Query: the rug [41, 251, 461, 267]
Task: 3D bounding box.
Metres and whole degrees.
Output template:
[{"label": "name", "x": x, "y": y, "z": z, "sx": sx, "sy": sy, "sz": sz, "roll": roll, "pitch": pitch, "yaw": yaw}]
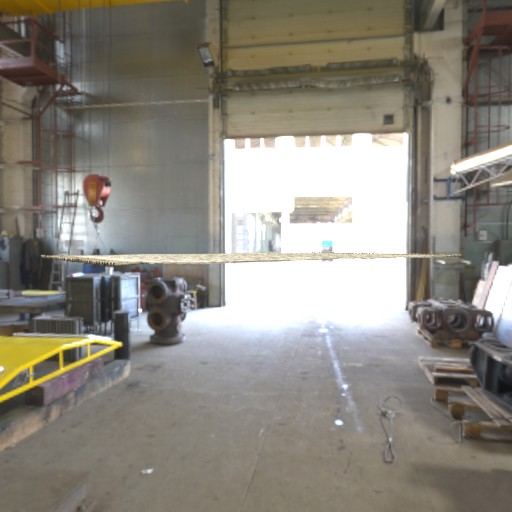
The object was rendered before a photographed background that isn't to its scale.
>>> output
[{"label": "rug", "x": 0.000, "y": 0.000, "z": 2.994, "sx": 2.431, "sy": 0.025, "sz": 1.530, "roll": -1, "pitch": 2, "yaw": -35}]
